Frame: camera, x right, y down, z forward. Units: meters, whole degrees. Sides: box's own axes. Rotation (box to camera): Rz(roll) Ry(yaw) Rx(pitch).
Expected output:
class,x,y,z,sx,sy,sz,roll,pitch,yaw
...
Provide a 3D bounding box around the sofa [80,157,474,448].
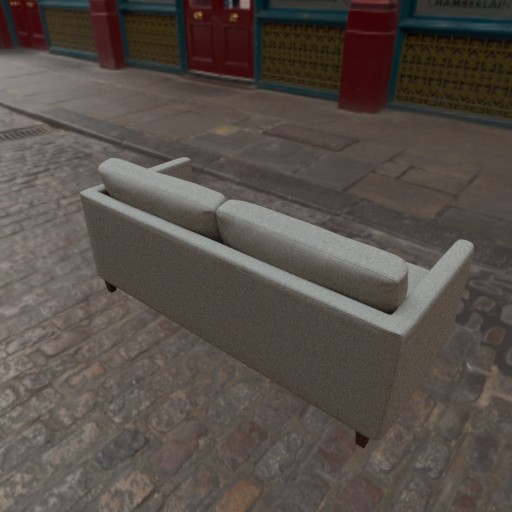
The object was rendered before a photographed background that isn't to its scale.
class,x,y,z,sx,sy,sz,roll,pitch,yaw
sofa,0.000,0.000,2.698,2.208,0.963,0.956,23,38,33
